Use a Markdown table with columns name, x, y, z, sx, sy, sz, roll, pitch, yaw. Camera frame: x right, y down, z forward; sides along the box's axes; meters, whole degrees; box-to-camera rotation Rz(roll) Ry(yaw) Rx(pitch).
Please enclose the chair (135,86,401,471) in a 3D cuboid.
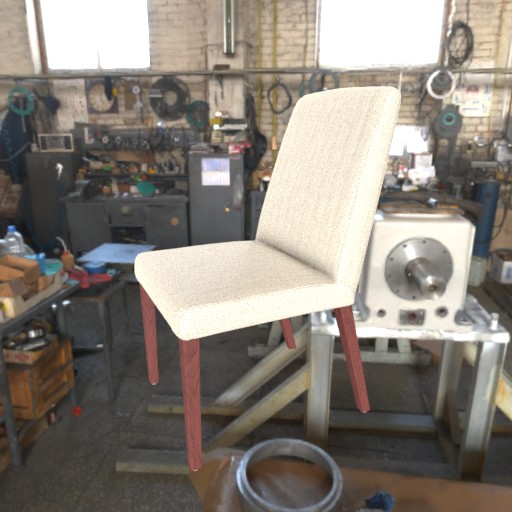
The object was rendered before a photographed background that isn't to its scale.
| name | x | y | z | sx | sy | sz | roll | pitch | yaw |
| --- | --- | --- | --- | --- | --- | --- | --- | --- | --- |
| chair | 0.000 | 0.000 | 1.242 | 0.594 | 0.900 | 0.480 | -8 | 18 | -25 |
